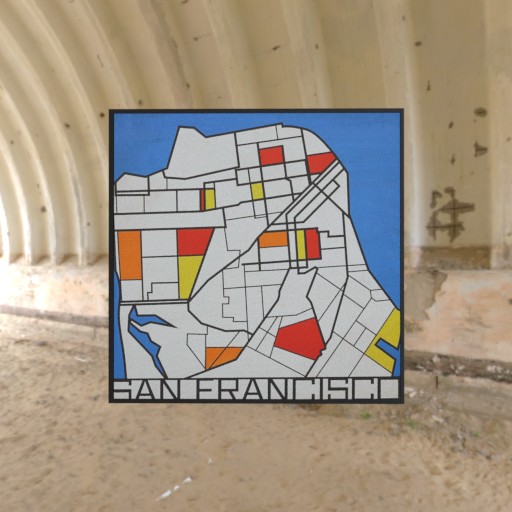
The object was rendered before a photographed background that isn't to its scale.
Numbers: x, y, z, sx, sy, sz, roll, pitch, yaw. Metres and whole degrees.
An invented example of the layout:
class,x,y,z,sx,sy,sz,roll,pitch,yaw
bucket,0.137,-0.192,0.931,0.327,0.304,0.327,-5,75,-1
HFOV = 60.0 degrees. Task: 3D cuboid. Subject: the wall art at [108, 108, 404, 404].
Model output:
class,x,y,z,sx,sy,sz,roll,pitch,yaw
wall art,0.000,0.000,1.001,0.664,0.663,0.015,0,0,0
